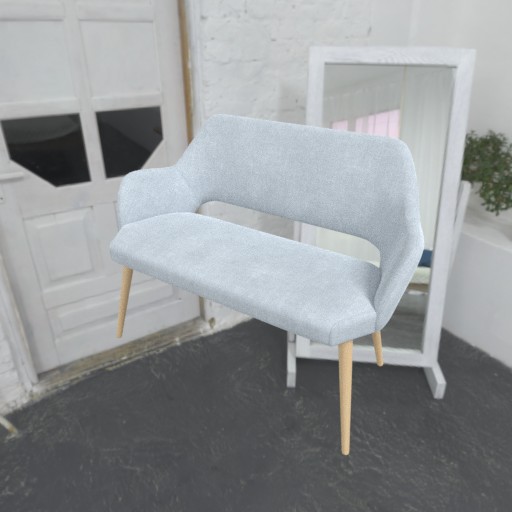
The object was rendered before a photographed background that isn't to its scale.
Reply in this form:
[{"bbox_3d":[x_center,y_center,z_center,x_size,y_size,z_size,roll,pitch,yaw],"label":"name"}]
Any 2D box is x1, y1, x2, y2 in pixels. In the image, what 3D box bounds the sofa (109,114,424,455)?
[{"bbox_3d":[0.000,0.000,1.616,1.150,0.840,0.610,18,33,29],"label":"sofa"}]
